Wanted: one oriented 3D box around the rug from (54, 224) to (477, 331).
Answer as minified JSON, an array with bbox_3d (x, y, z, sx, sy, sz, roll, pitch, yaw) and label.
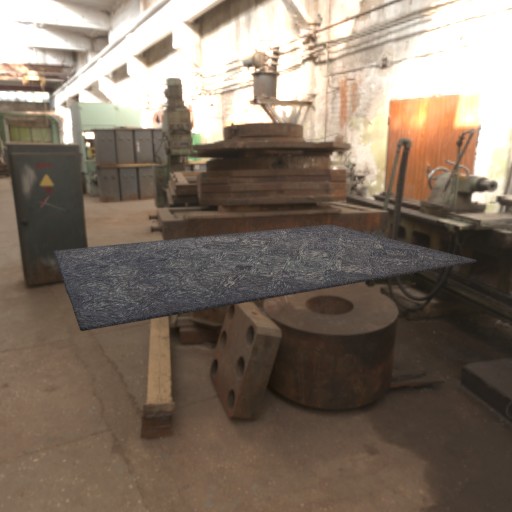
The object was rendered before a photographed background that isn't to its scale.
[{"bbox_3d":[0.000,0.000,2.175,1.754,0.010,1.139,-7,15,-27],"label":"rug"}]
